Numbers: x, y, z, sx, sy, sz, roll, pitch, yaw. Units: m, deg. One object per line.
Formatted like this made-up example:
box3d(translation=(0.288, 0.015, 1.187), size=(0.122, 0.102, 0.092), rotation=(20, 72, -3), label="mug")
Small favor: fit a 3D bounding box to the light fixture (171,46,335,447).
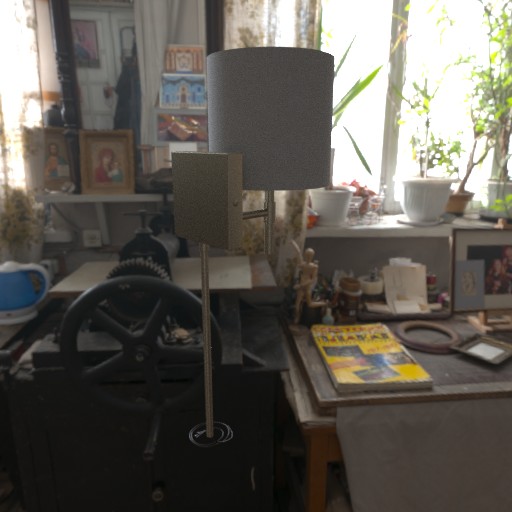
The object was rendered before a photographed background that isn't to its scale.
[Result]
box3d(translation=(0.000, 0.000, 0.709), size=(0.248, 0.589, 0.188), rotation=(-14, 20, -43), label="light fixture")
